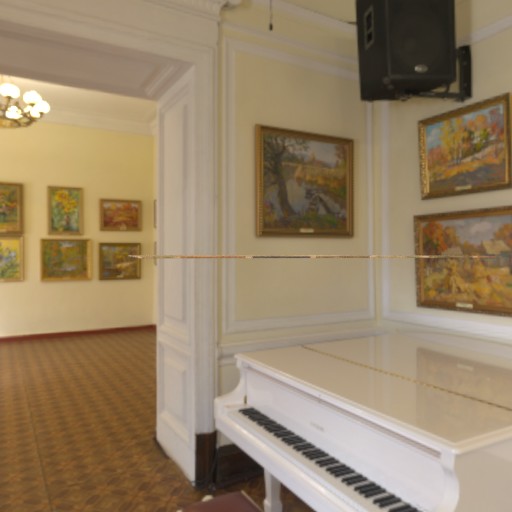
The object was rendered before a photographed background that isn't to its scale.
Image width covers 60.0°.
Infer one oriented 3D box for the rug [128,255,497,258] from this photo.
[{"bbox_3d":[0.000,0.000,2.821,1.521,0.006,2.284,0,0,-17],"label":"rug"}]
